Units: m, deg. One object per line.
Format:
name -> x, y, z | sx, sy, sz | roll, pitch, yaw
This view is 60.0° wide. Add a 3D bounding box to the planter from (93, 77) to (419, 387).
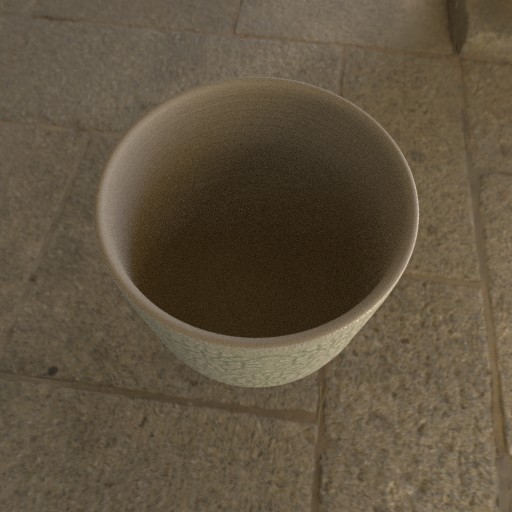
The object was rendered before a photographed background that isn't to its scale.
planter -> 0.000, 0.000, 0.300 | 0.169, 0.153, 0.169 | 0, 63, 0
